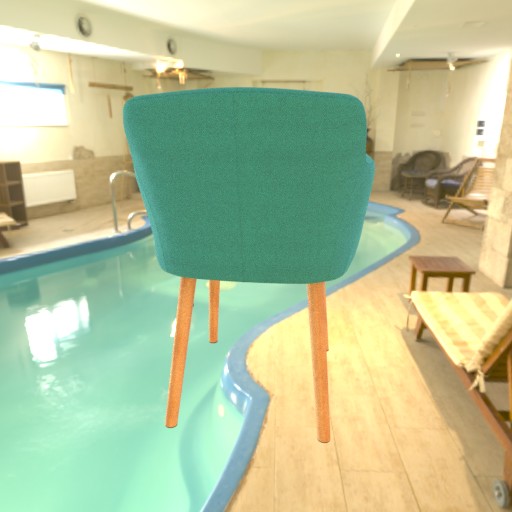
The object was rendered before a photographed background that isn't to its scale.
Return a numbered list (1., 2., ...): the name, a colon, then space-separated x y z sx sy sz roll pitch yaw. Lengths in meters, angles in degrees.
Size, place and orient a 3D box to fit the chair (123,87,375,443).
1. chair: 0.000 0.000 1.140 0.570 0.780 0.540 2 17 8
